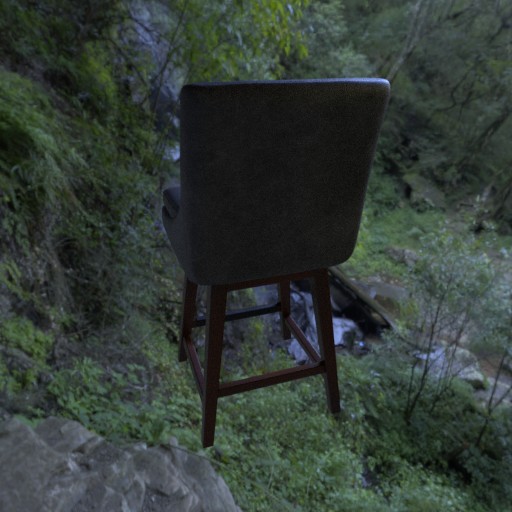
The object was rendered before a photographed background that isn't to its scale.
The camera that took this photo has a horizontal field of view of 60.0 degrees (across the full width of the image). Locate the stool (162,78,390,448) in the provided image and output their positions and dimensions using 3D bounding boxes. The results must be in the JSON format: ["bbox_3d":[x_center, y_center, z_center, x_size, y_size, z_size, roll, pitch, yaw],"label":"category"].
[{"bbox_3d":[0.000,0.000,1.364,0.492,1.046,0.587,-8,27,-17],"label":"stool"}]
